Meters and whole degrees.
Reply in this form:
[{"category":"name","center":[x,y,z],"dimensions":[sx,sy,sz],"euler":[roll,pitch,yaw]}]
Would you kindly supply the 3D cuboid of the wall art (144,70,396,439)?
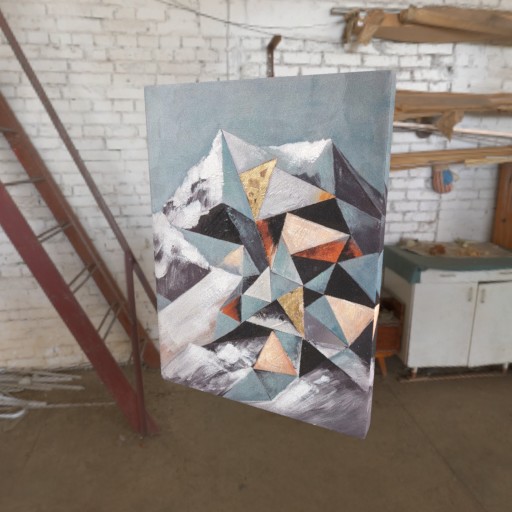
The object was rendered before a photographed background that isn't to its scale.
[{"category":"wall art","center":[0.000,0.000,0.825],"dimensions":[0.455,0.613,0.037],"euler":[8,17,26]}]
